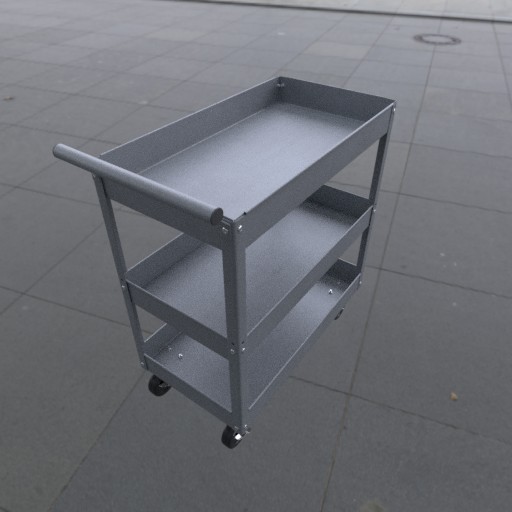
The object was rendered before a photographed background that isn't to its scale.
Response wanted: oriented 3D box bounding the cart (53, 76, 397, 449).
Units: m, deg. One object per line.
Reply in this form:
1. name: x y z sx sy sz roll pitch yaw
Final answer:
1. cart: 0.000 0.000 1.159 0.366 0.780 0.719 24 44 27
